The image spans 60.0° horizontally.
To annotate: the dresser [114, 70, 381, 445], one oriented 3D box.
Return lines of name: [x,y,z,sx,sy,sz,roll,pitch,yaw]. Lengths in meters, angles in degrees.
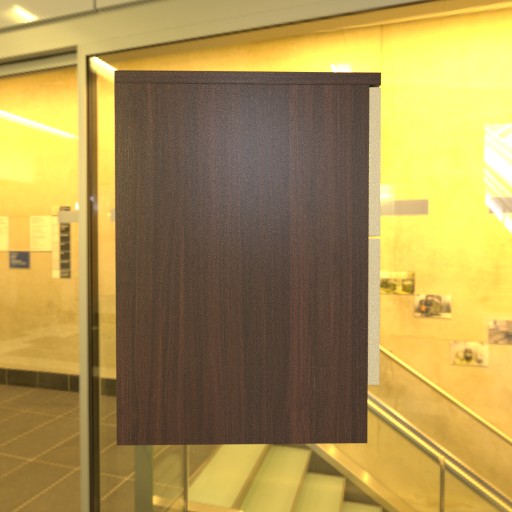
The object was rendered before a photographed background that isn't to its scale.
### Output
dresser: [0.000,0.000,0.758,0.360,0.470,0.400,0,1,-1]
